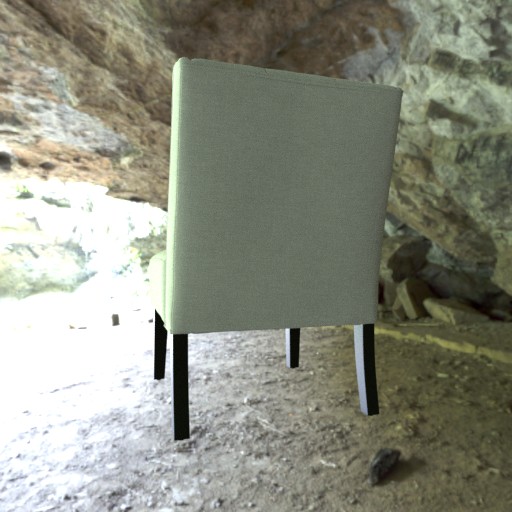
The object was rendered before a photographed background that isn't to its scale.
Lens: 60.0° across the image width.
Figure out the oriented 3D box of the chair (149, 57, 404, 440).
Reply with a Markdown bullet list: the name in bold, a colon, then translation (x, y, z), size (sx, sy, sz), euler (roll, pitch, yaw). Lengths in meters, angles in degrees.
- **chair**: translation (0.000, 0.000, 1.314), size (0.569, 0.853, 0.676), euler (0, 0, -18)
